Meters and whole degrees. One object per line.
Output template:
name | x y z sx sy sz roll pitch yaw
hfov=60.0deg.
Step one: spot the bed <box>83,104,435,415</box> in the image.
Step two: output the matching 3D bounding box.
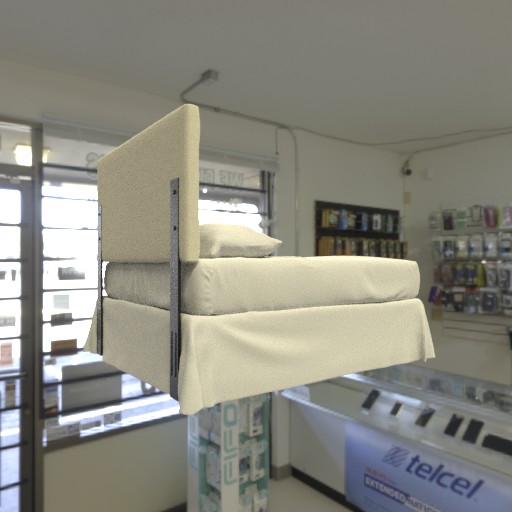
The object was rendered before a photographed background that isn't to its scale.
bed | 0.000 0.000 3.550 2.222 1.577 1.936 0 -1 -35
